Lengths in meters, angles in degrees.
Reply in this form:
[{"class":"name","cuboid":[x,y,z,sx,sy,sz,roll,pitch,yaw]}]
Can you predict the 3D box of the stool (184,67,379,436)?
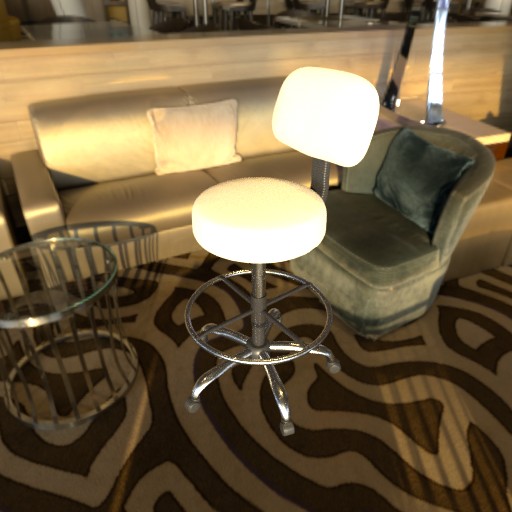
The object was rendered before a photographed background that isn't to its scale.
[{"class":"stool","cuboid":[0.000,0.000,1.448,0.616,1.080,0.609,-22,38,-31]}]
